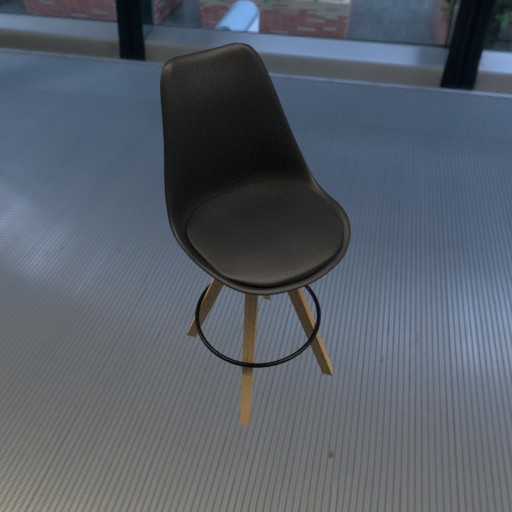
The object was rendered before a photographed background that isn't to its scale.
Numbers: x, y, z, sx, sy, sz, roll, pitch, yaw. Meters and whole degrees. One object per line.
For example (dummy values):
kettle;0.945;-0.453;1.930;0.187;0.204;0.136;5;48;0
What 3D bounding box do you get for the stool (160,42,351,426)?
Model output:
stool;0.000;0.000;1.418;0.485;1.115;0.550;-24;51;-21
